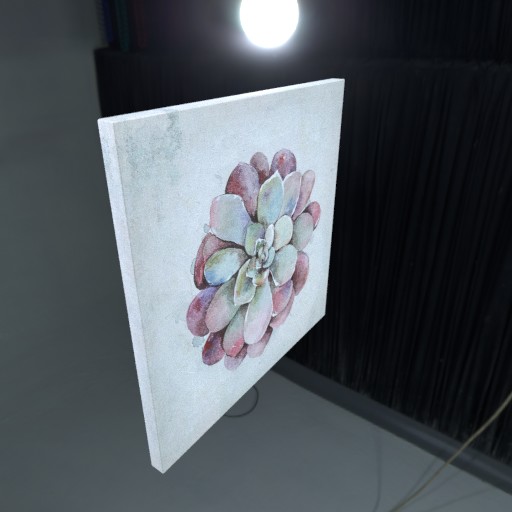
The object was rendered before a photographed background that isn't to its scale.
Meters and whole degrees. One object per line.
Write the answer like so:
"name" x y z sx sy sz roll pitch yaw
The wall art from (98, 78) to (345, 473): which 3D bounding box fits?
"wall art" 0.000 0.000 1.098 0.041 0.762 0.762 18 32 31
